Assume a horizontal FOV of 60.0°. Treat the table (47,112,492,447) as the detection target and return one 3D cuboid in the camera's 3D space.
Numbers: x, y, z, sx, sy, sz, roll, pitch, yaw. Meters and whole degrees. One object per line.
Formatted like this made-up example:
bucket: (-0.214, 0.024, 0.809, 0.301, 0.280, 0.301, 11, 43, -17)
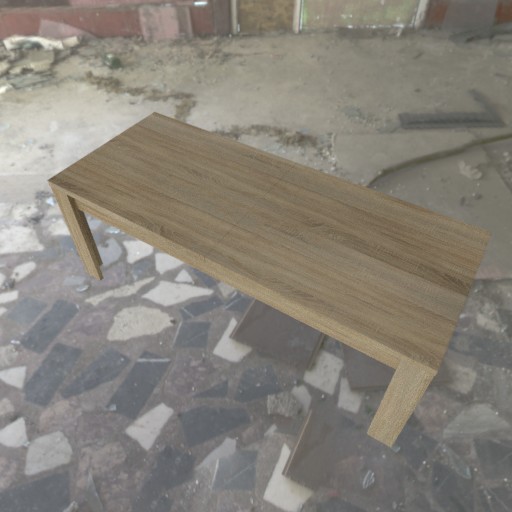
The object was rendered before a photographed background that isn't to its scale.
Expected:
table: (0.000, 0.000, 2.625, 2.200, 0.790, 0.900, 25, 52, 22)
